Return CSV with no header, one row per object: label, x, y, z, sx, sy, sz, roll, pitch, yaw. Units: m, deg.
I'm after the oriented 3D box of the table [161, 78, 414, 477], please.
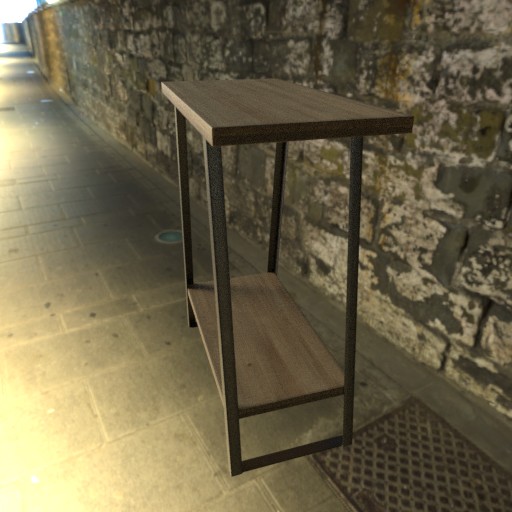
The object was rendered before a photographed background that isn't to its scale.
table,0.000,0.000,1.016,0.300,0.701,0.599,-8,28,-15
